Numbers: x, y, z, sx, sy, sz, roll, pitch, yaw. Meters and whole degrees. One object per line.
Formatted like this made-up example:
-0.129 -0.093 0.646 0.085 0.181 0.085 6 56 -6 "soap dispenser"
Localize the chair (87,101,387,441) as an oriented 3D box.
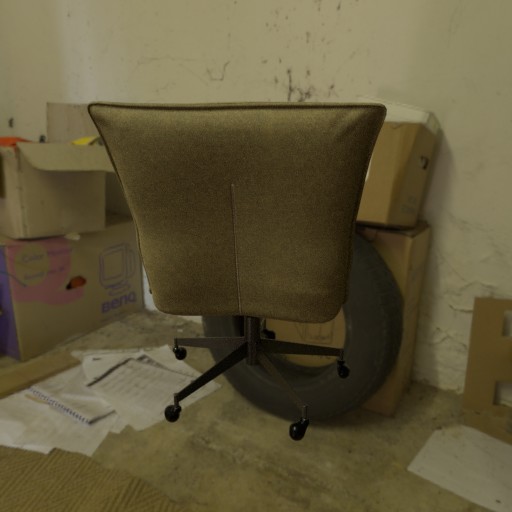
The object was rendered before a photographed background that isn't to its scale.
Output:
0.000 0.000 1.281 0.597 0.811 0.696 2 16 9 "chair"
